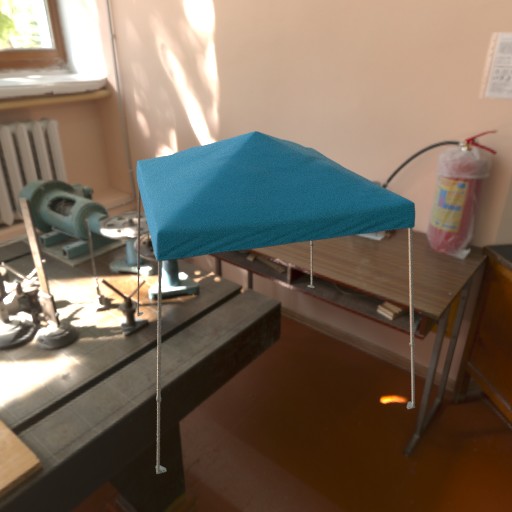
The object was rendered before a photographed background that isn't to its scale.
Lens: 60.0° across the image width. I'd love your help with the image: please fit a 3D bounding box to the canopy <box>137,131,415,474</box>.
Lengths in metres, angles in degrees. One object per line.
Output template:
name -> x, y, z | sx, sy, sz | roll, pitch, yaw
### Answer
canopy -> 0.000, 0.000, 5.164 | 2.849, 2.849, 2.848 | -8, 27, -15
